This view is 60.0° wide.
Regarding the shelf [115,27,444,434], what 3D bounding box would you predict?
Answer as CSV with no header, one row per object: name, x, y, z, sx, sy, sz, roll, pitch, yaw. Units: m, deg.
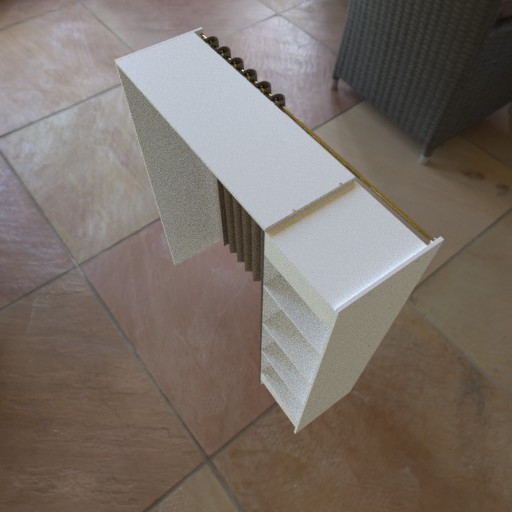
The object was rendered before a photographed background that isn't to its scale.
shelf,0.000,0.000,2.567,0.500,1.820,1.600,-31,62,-18
